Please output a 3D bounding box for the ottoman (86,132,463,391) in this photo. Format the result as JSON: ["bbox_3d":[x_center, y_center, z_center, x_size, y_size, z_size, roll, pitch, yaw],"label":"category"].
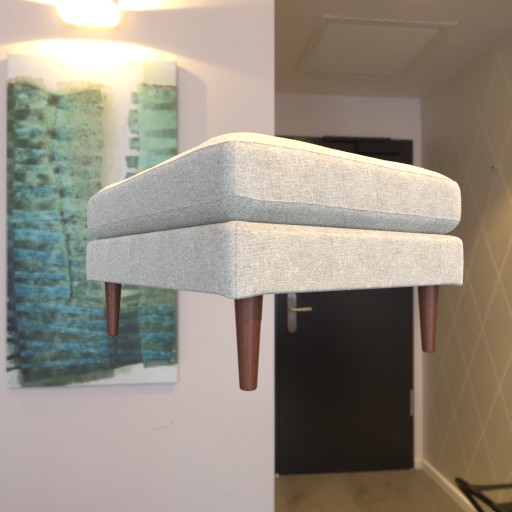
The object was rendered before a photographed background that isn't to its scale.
[{"bbox_3d":[0.000,0.000,1.217,0.693,0.474,0.821,1,-1,-36],"label":"ottoman"}]
